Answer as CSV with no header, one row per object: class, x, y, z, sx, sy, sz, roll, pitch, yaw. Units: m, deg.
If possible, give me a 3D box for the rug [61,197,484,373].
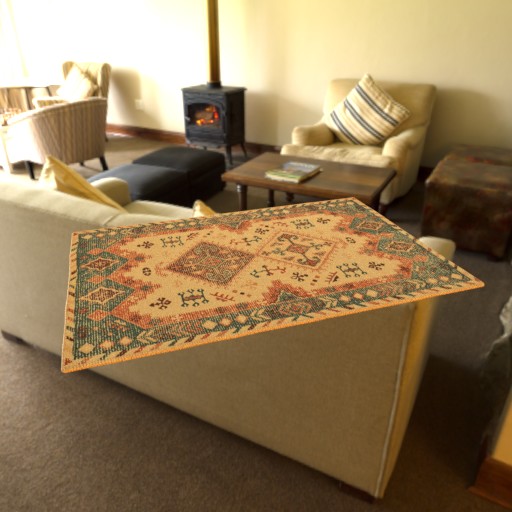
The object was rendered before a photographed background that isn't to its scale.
rug,0.000,0.000,2.305,1.840,0.015,1.225,-9,29,-16
